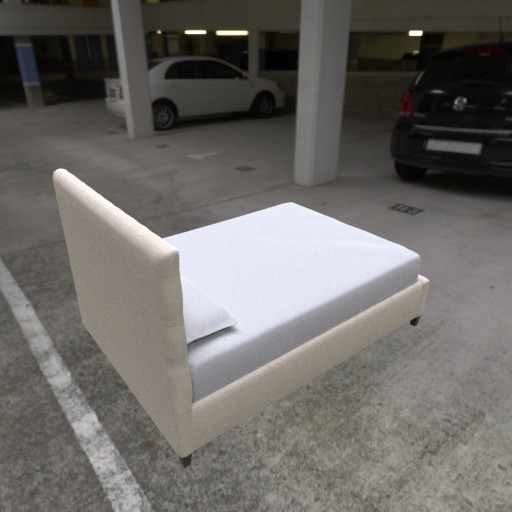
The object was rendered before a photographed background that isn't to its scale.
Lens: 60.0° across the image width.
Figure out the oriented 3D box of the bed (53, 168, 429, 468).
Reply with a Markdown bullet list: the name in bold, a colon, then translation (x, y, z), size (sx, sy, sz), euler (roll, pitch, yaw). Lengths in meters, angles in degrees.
- **bed**: translation (0.000, 0.000, 3.499), size (2.387, 1.427, 1.698), euler (-19, 33, -33)
